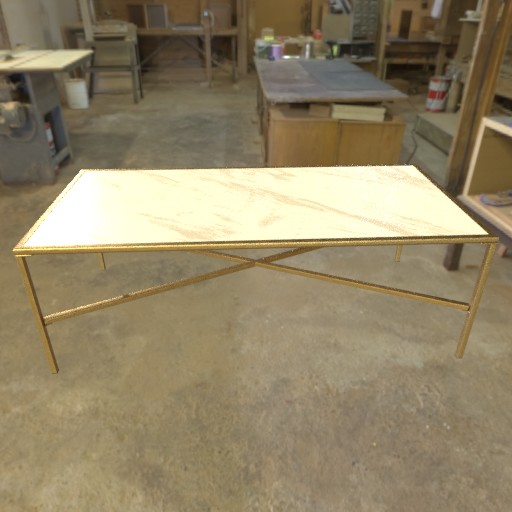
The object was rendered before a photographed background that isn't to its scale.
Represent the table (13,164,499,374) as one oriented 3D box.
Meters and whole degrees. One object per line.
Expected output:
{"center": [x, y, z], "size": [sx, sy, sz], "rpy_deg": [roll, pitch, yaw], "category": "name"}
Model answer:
{"center": [0.000, 0.000, 1.435], "size": [1.197, 0.405, 0.577], "rpy_deg": [-2, 30, -3], "category": "table"}
